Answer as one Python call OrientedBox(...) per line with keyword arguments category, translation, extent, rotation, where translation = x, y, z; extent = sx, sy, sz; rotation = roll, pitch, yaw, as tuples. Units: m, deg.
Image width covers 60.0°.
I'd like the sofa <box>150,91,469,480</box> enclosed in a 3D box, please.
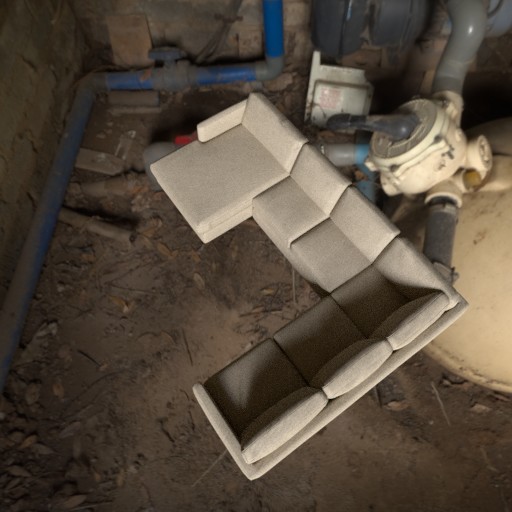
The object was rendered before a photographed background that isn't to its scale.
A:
OrientedBox(category="sofa", translation=(0.000, 0.000, 4.697), extent=(2.593, 0.959, 3.460), rotation=(-33, 68, -15))
